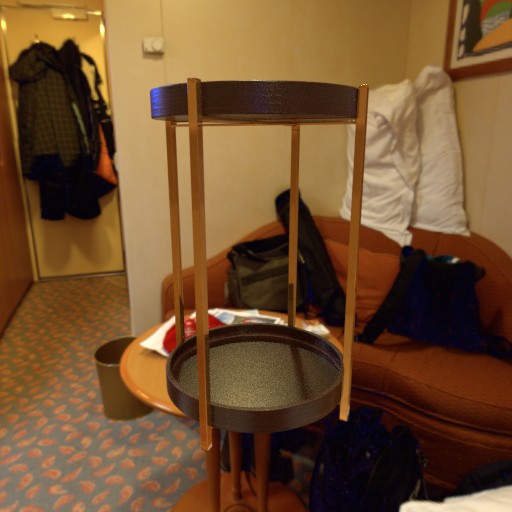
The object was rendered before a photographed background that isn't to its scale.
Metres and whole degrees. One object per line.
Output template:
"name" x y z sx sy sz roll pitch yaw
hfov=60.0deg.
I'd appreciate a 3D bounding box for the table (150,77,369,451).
"table" 0.000 0.000 0.869 0.400 0.610 0.400 7 16 26
